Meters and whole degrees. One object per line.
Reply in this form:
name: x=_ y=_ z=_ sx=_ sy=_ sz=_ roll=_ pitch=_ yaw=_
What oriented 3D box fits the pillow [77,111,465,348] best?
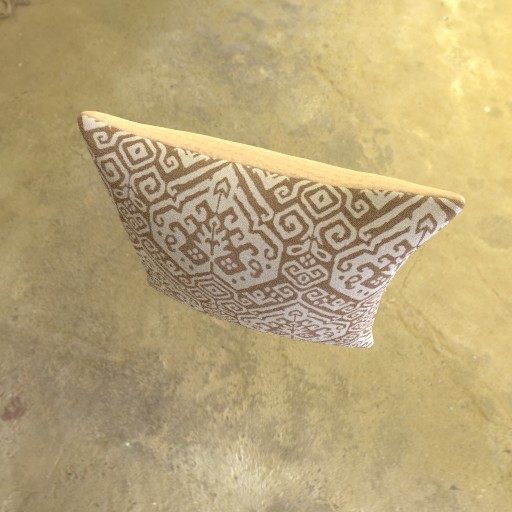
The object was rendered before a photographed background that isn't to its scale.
pillow: x=0.000 y=0.000 z=0.623 sx=0.419 sy=0.407 sz=0.173 roll=15 pitch=60 yaw=9
